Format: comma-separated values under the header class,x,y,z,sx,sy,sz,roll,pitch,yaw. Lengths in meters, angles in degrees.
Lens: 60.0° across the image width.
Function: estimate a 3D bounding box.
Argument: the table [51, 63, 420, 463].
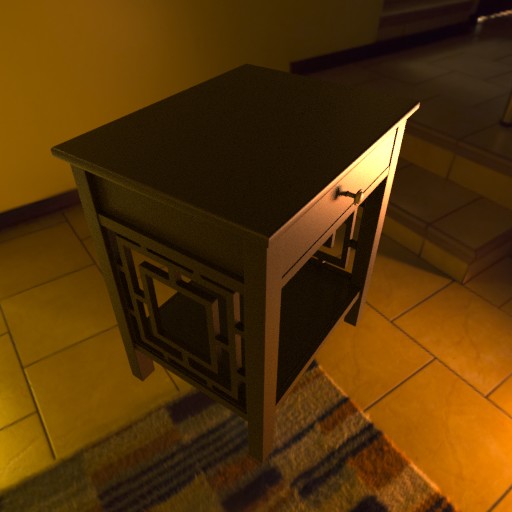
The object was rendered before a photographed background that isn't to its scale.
class,x,y,z,sx,sy,sz,roll,pitch,yaw
table,0.000,0.000,1.028,0.451,0.646,0.564,24,45,26
